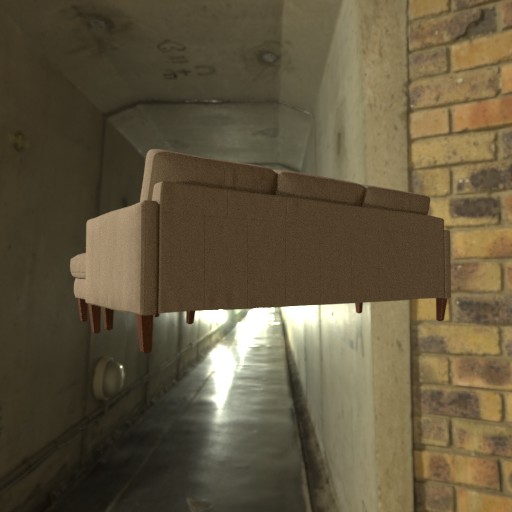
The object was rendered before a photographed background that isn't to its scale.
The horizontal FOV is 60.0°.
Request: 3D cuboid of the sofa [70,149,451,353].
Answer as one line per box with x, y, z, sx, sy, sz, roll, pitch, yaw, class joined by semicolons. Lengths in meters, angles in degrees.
0.000;0.000;2.969;2.178;0.875;1.506;2;-3;-35;sofa
